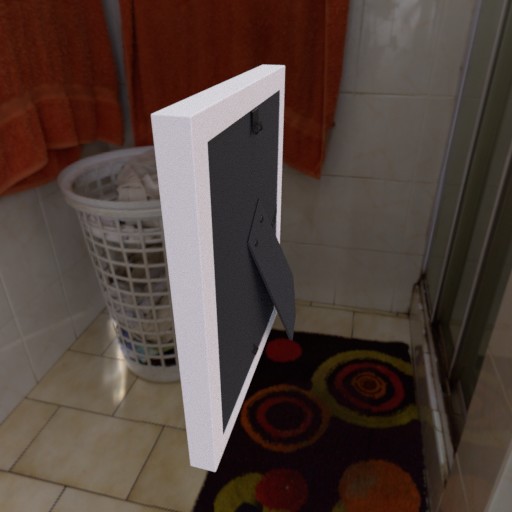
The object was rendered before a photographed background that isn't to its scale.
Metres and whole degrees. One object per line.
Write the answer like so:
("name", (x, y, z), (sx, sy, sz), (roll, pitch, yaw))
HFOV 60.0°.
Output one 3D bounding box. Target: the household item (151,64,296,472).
("household item", (0.000, 0.000, 0.341), (0.045, 0.250, 0.200), (8, 30, 13))
